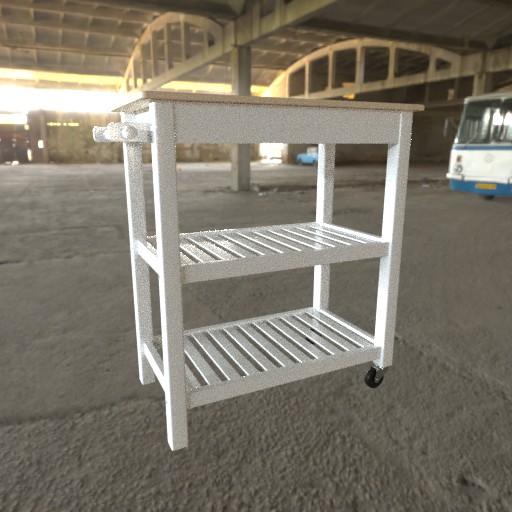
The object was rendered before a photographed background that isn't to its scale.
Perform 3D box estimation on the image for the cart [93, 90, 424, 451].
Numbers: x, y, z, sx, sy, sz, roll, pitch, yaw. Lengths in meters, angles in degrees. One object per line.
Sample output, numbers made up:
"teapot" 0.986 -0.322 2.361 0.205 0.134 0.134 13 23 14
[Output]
"cart" 0.000 0.000 1.434 0.899 0.927 0.457 -7 16 -25
